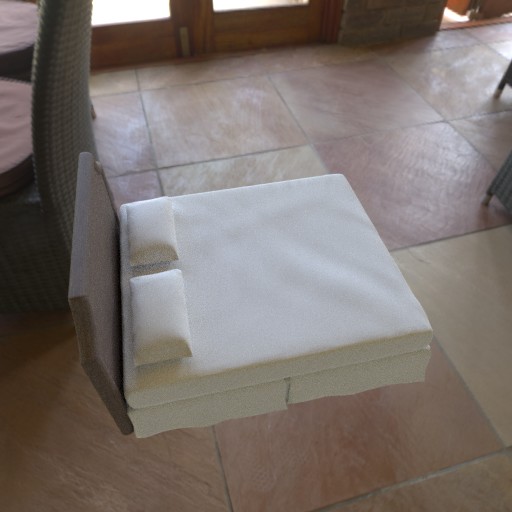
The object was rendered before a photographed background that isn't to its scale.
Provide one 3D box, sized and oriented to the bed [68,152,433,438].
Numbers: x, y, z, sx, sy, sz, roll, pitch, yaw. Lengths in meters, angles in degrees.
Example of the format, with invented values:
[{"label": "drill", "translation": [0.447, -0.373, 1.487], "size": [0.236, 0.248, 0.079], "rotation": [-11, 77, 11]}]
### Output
[{"label": "bed", "translation": [0.000, 0.000, 4.078], "size": [2.773, 1.590, 2.350], "rotation": [-9, 49, -8]}]
